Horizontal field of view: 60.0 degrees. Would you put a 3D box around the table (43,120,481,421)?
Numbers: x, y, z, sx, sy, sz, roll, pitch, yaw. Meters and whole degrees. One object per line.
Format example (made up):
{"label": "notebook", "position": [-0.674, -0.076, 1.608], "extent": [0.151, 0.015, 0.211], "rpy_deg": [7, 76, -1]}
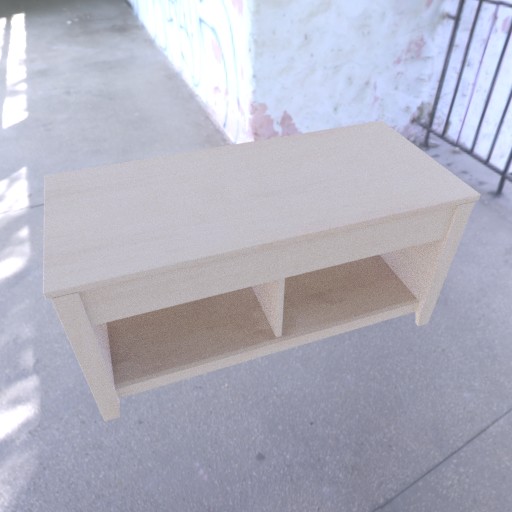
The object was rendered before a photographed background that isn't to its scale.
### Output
{"label": "table", "position": [0.000, 0.000, 1.287], "extent": [1.016, 0.483, 0.457], "rpy_deg": [-13, 43, -15]}
